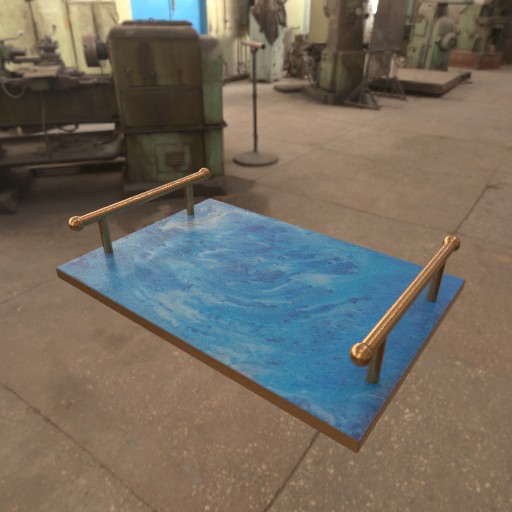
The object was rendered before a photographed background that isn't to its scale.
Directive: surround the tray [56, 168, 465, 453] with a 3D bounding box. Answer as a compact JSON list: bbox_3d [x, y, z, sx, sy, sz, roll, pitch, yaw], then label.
[{"bbox_3d":[0.000,0.000,0.566,0.444,0.084,0.304,21,36,32],"label":"tray"}]
